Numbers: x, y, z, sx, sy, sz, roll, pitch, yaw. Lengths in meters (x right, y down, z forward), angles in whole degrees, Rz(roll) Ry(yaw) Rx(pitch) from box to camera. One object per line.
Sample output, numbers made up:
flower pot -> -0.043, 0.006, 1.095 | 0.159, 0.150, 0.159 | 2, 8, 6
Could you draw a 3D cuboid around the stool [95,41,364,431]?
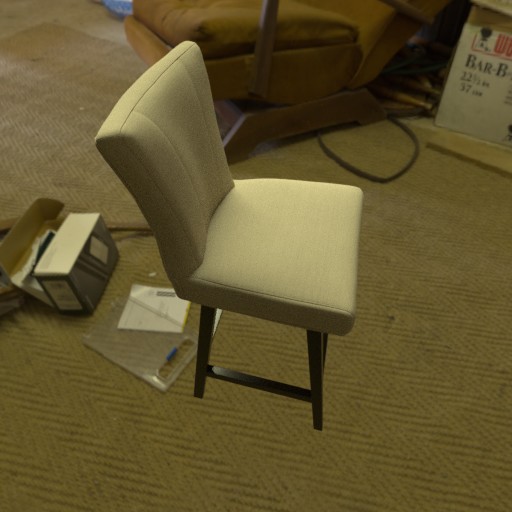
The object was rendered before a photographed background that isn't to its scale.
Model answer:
stool -> 0.000, 0.000, 1.287 | 0.574, 1.000, 0.514 | 9, 45, 9
